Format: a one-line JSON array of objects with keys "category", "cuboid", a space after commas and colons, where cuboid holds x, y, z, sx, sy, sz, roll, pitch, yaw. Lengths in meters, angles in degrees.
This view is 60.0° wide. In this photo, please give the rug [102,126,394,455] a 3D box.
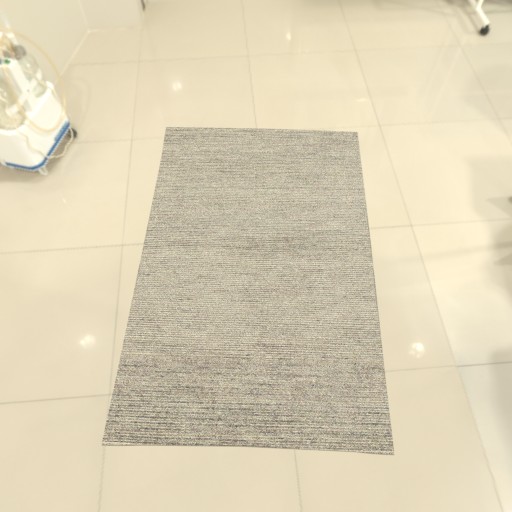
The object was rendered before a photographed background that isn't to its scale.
[{"category": "rug", "cuboid": [0.000, 0.000, 2.214, 1.162, 0.022, 1.804, 2, 59, 1]}]
